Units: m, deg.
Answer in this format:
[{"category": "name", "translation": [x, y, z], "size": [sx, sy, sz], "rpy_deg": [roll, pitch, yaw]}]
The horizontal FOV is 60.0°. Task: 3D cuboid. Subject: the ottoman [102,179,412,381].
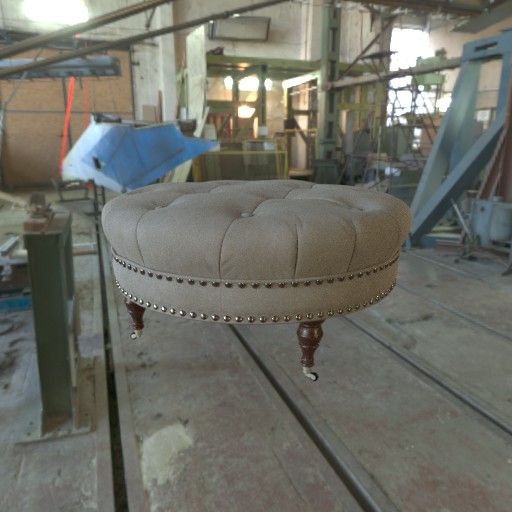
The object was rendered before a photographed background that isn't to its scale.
[{"category": "ottoman", "translation": [0.000, 0.000, 1.390], "size": [0.901, 0.439, 0.901], "rpy_deg": [0, 15, 0]}]
